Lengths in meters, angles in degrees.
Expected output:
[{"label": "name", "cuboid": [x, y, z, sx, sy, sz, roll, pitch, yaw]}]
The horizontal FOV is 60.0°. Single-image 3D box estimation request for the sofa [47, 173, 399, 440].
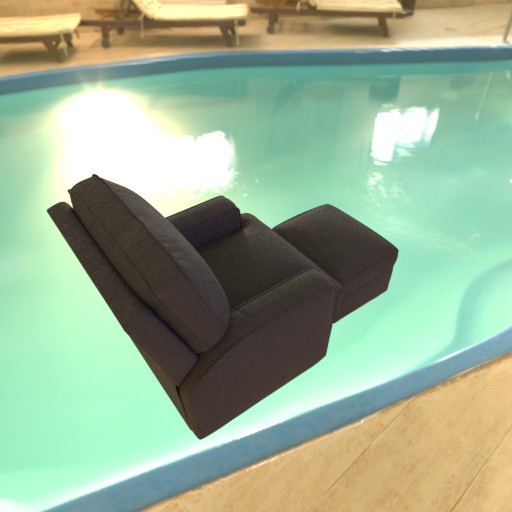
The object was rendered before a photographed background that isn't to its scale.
[{"label": "sofa", "cuboid": [0.000, 0.000, 2.043, 1.472, 0.959, 0.861, -25, 47, -27]}]
